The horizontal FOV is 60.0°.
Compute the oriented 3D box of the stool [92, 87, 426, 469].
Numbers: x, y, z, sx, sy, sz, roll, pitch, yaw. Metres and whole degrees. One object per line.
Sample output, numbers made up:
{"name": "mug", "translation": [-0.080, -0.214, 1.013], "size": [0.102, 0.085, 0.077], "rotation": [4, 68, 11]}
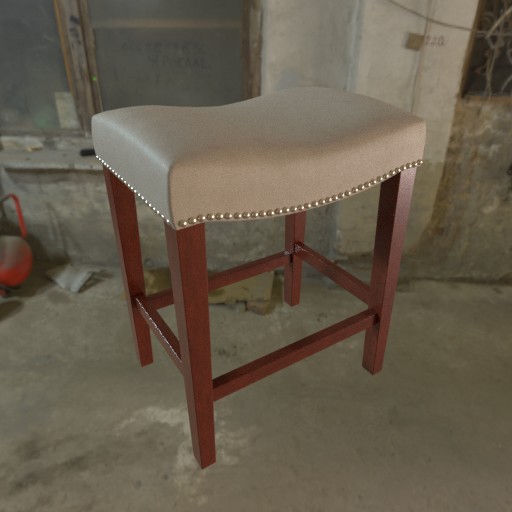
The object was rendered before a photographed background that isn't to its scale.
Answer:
{"name": "stool", "translation": [0.000, 0.000, 0.947], "size": [0.509, 0.632, 0.375], "rotation": [-18, 34, -28]}
